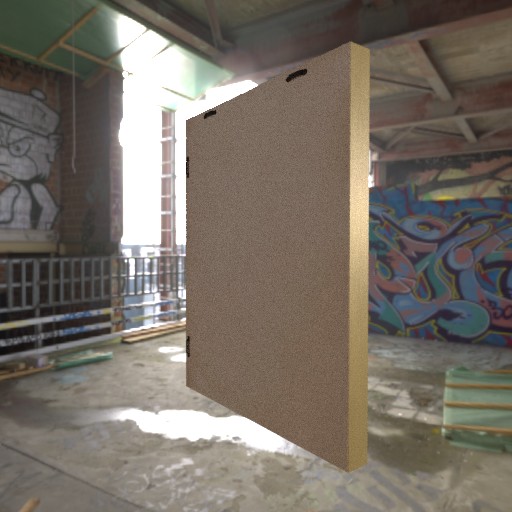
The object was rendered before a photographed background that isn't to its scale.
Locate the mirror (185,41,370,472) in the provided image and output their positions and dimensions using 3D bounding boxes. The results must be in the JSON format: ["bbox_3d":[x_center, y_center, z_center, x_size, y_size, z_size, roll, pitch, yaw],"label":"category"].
[{"bbox_3d":[0.000,0.000,0.692,0.041,0.508,0.405,-1,2,-37],"label":"mirror"}]
